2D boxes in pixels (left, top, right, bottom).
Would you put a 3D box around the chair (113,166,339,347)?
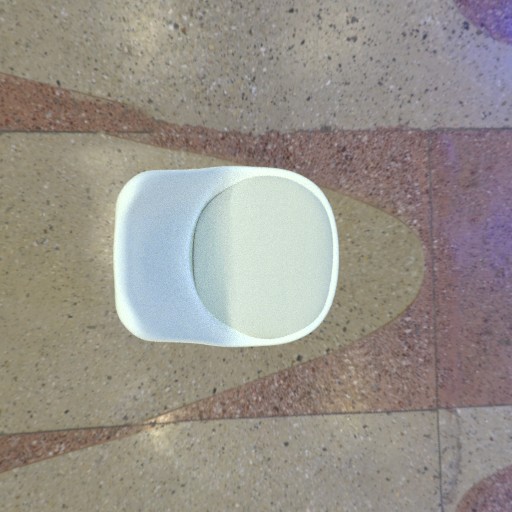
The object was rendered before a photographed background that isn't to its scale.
[{"bbox_3d":[0.000,0.000,1.291,0.550,0.930,0.550,0,90,-1],"label":"chair"}]
